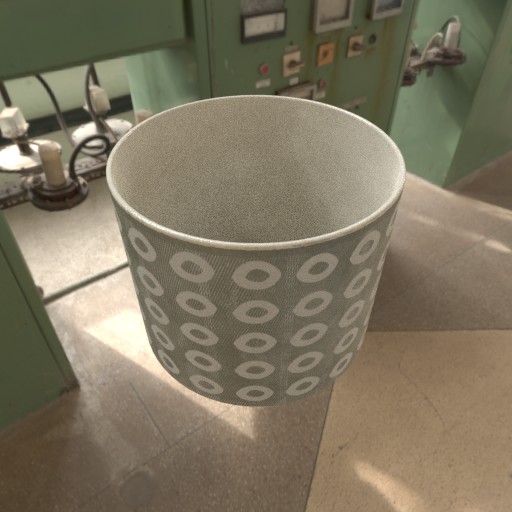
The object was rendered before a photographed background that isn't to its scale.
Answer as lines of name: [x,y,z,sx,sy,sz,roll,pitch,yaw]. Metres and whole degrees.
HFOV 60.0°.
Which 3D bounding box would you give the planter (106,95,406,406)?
planter: [0.000,0.000,0.349,0.190,0.181,0.190,0,42,0]
